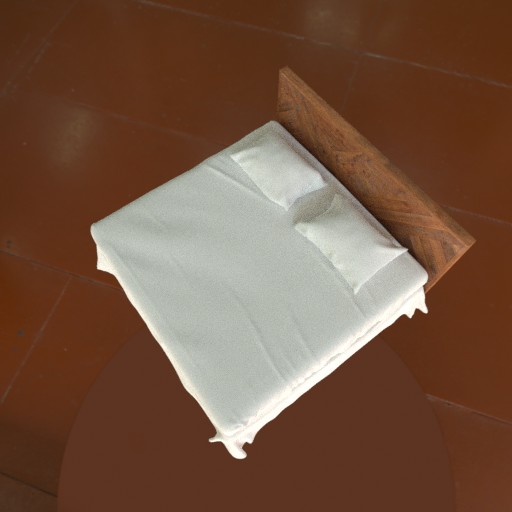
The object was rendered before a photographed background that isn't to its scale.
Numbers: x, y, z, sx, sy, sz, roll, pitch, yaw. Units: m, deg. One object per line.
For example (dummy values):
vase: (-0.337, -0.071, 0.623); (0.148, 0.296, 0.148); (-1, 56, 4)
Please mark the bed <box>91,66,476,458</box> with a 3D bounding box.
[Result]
bed: (0.000, 0.000, 3.509); (2.165, 1.158, 2.255); (-34, 69, -15)
